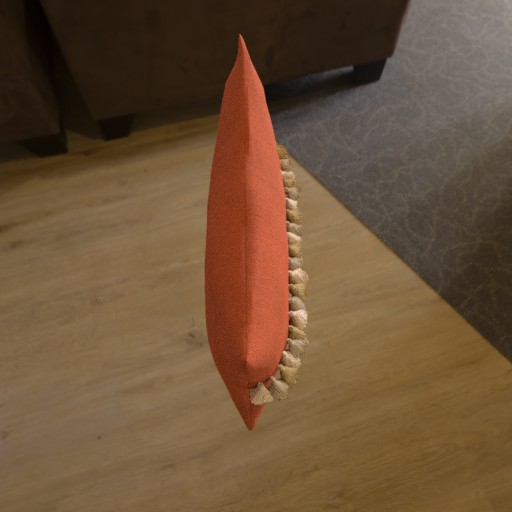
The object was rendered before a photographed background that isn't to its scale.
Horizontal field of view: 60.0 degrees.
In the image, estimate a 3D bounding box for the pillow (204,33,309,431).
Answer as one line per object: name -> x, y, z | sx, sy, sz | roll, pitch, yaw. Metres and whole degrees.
pillow -> 0.000, 0.000, 0.729 | 0.165, 0.482, 0.490 | -1, 63, -1
